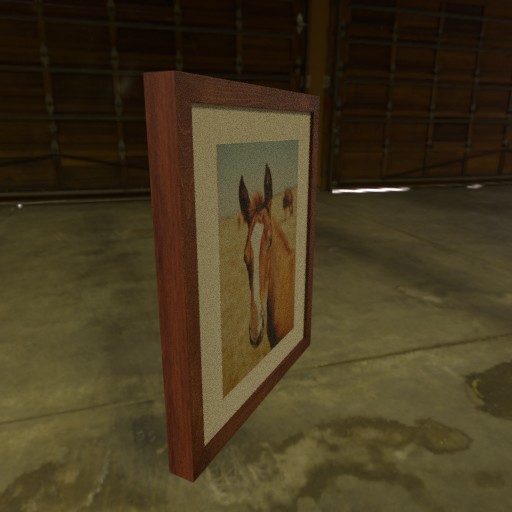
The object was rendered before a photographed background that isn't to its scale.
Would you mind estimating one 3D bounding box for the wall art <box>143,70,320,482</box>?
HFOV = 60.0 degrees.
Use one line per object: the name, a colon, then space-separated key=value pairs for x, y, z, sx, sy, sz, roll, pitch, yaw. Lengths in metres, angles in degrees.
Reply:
wall art: x=0.000 y=0.000 z=0.536 sx=0.030 sy=0.381 sz=0.330 roll=8 pitch=18 yaw=26
